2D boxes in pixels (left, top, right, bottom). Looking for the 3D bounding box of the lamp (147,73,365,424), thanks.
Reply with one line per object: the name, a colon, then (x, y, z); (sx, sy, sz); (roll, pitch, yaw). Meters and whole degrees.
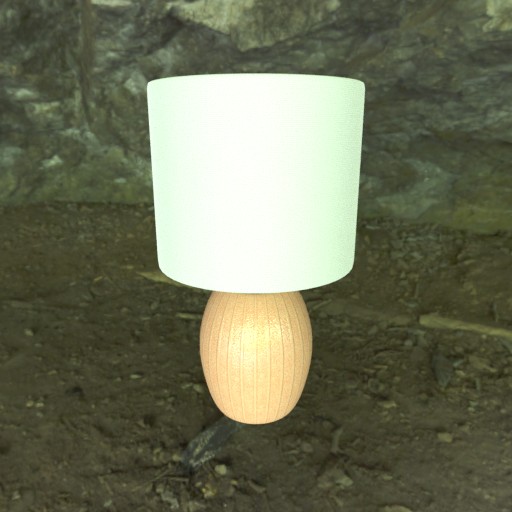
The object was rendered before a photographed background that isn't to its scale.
lamp: (0.000, 0.000, 0.761); (0.329, 0.570, 0.329); (0, 16, 0)
